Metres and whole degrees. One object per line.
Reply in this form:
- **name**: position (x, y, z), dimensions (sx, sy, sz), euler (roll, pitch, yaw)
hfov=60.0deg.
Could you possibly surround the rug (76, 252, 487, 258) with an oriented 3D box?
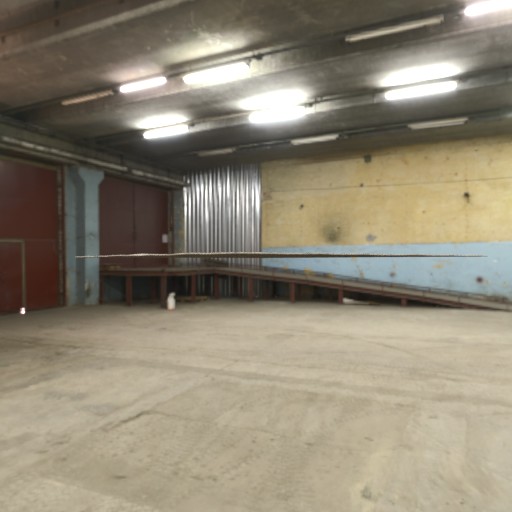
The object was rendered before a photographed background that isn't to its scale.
- **rug**: position (0.000, 0.000, 4.098), dimensions (2.468, 0.022, 3.061), euler (0, -1, -36)
